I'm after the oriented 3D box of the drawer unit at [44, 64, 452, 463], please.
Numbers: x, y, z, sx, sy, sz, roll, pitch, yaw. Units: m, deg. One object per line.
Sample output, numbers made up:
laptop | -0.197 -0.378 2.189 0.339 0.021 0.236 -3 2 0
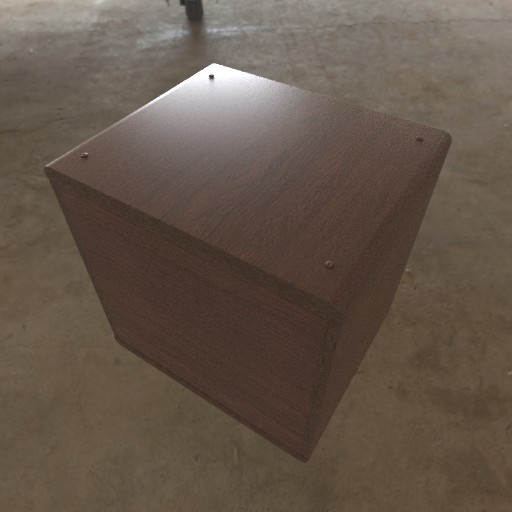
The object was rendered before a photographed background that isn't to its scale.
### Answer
drawer unit | 0.000 0.000 0.602 0.344 0.344 0.290 25 52 22
